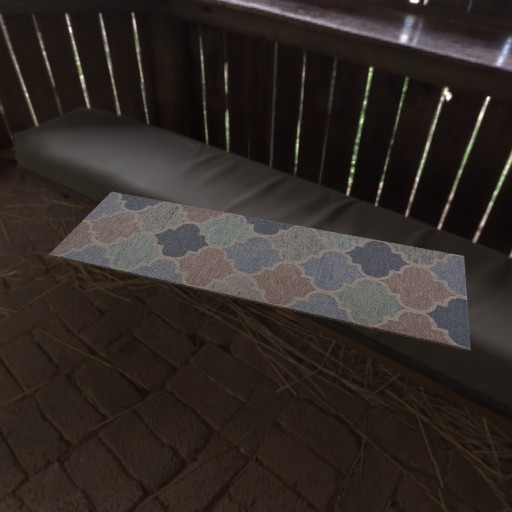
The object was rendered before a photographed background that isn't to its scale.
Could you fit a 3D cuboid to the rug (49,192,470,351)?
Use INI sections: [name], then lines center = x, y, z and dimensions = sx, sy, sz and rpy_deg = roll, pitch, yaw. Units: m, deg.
[rug]
center = 0.000, 0.000, 2.548
dimensions = 2.287, 0.011, 0.687
rpy_deg = 11, 43, 13
